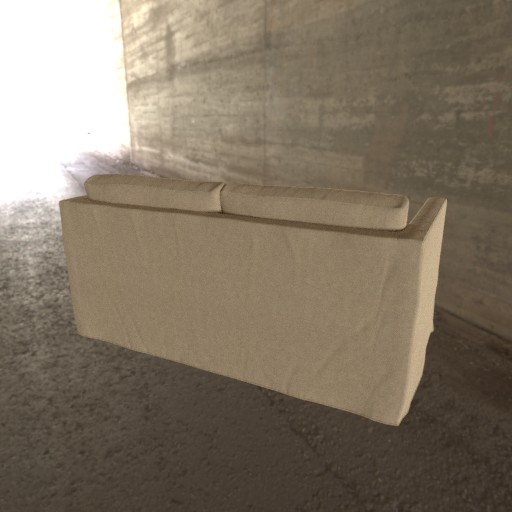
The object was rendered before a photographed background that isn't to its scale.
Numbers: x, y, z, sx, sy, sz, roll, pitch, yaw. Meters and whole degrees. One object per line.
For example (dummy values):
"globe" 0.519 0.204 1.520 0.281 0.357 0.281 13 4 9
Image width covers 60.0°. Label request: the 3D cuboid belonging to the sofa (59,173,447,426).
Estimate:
"sofa" 0.000 0.000 2.270 1.719 0.835 0.962 8 19 26
